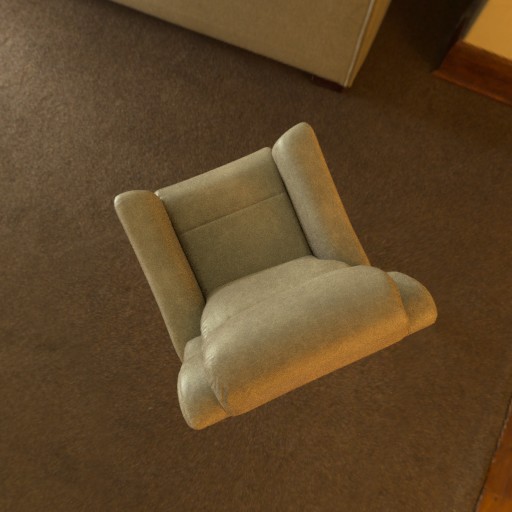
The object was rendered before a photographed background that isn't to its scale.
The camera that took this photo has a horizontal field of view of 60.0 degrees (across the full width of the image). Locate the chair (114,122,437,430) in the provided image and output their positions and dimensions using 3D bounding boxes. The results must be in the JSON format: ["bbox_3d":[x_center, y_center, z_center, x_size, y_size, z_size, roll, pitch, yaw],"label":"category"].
[{"bbox_3d":[0.000,0.000,1.916,0.967,1.116,1.068,-23,77,-5],"label":"chair"}]
